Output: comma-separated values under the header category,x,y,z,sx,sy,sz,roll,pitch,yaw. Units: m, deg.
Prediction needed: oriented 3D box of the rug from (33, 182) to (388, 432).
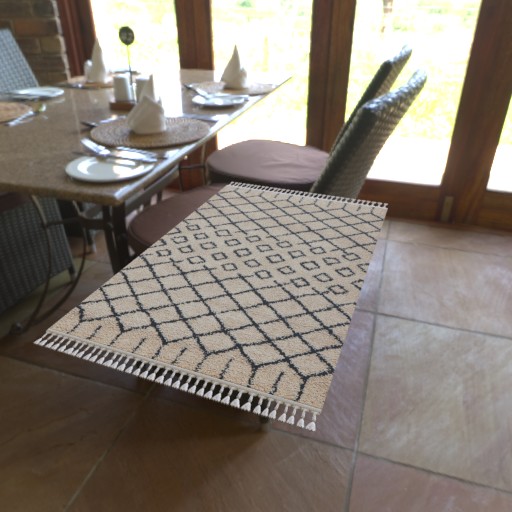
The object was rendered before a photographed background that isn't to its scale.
category,x,y,z,sx,sy,sz,roll,pitch,yaw
rug,0.000,0.000,2.441,1.196,0.008,2.006,11,32,18
